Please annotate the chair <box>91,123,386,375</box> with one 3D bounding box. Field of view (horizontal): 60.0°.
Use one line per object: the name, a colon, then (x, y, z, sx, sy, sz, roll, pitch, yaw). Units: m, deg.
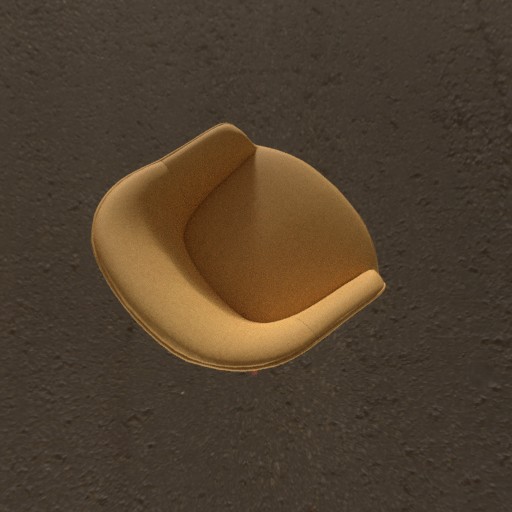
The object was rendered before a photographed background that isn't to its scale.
chair: (0.000, 0.000, 1.249, 0.635, 0.823, 0.596, -40, 78, -10)
